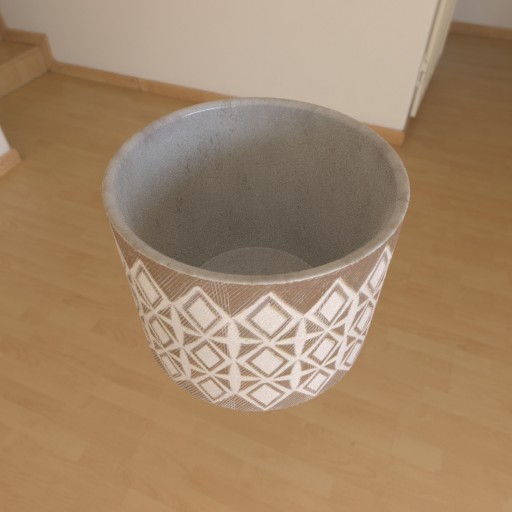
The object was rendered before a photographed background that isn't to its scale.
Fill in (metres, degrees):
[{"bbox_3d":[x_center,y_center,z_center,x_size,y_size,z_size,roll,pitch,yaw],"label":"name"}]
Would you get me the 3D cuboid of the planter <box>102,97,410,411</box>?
[{"bbox_3d":[0.000,0.000,0.345,0.193,0.165,0.193,0,46,0],"label":"planter"}]
